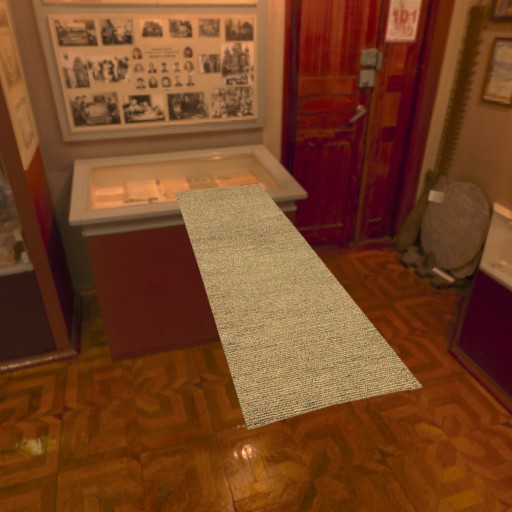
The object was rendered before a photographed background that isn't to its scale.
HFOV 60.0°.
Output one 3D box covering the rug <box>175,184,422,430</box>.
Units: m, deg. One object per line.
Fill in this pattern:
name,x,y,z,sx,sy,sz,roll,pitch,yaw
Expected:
rug,0.000,0.000,2.589,0.697,0.013,2.335,-8,30,-13
